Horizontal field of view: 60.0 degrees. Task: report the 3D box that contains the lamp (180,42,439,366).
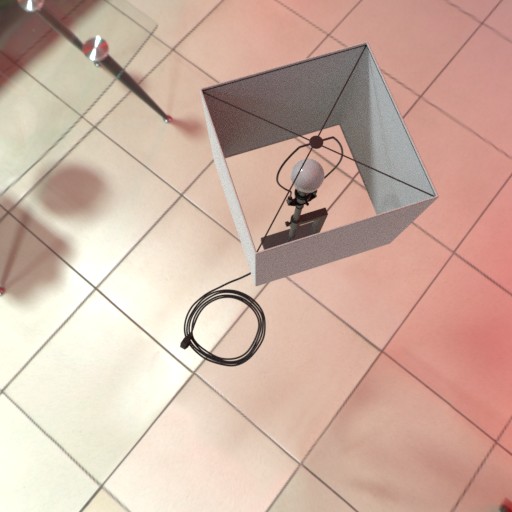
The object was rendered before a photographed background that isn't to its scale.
[{"bbox_3d":[0.000,0.000,0.957,0.504,0.660,0.399,-17,76,-4],"label":"lamp"}]
